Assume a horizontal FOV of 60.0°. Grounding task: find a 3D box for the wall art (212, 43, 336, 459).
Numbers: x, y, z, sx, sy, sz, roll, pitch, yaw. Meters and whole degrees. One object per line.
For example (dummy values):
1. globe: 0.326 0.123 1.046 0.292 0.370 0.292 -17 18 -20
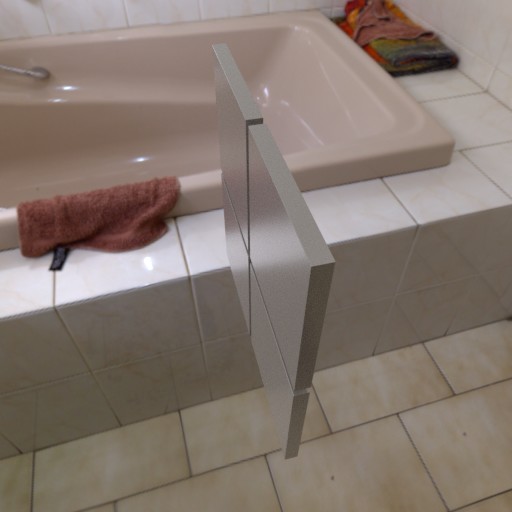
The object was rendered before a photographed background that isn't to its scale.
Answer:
1. wall art: 0.000 0.000 0.911 0.029 0.611 0.611 -10 48 -10
